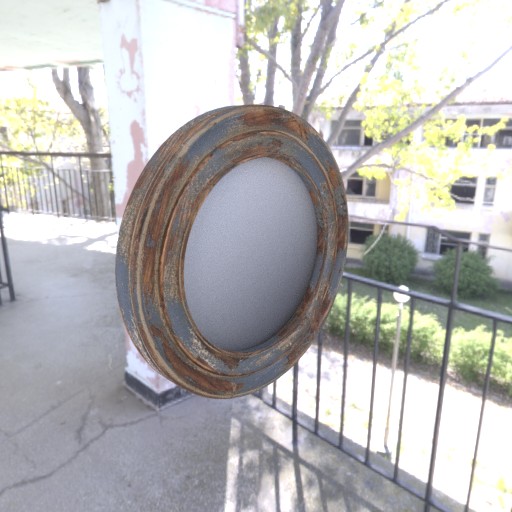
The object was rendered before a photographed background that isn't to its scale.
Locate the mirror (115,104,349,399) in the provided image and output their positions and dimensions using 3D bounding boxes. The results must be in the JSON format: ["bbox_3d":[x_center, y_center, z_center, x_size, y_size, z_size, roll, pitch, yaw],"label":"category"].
[{"bbox_3d":[0.000,0.000,0.903,0.585,0.585,0.061,-14,20,-43],"label":"mirror"}]
